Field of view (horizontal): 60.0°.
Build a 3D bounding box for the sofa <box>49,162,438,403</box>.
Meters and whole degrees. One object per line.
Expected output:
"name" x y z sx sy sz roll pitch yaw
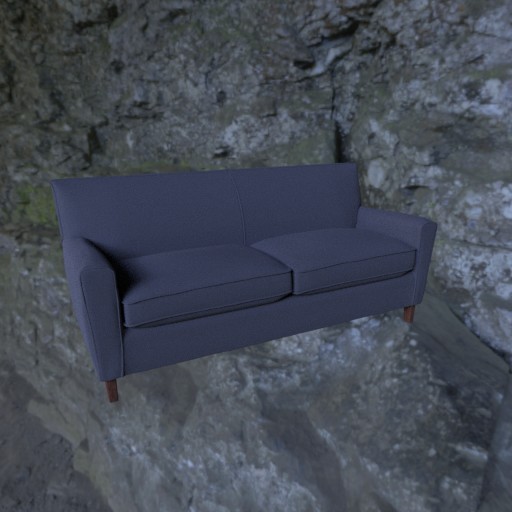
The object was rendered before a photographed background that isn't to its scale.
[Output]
"sofa" 0.000 0.000 2.521 2.002 0.907 0.843 -9 19 -26
